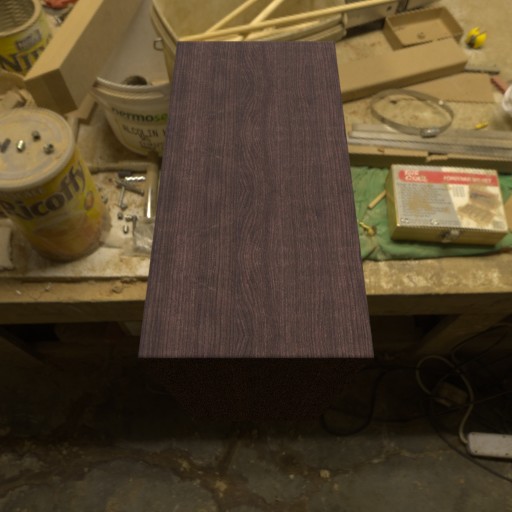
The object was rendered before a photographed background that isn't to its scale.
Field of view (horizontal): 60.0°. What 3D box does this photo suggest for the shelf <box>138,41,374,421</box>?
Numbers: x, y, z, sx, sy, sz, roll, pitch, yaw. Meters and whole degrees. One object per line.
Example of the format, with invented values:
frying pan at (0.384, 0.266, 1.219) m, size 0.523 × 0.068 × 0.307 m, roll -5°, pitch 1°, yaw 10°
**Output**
shelf at (0.000, 0.000, 1.263) m, size 0.390 × 0.786 × 0.790 m, roll 0°, pitch 62°, yaw 0°
